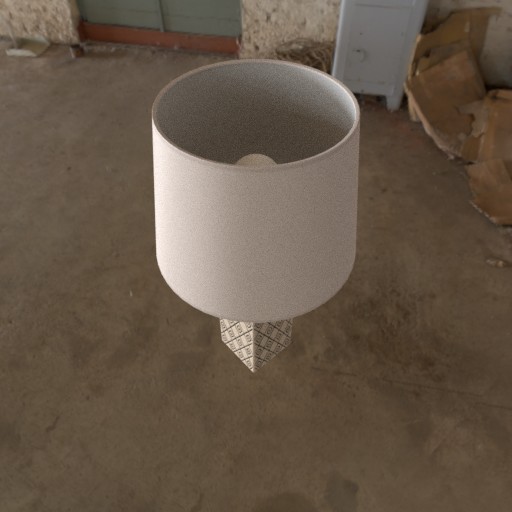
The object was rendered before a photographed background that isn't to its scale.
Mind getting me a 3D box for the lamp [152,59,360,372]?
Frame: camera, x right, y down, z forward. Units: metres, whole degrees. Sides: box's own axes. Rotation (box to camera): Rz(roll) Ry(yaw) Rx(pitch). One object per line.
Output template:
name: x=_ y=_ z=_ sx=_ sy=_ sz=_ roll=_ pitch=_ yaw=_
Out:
lamp: x=0.000 y=0.000 z=0.588 sx=0.251 sy=0.435 sz=0.251 roll=0 pitch=48 yaw=0
